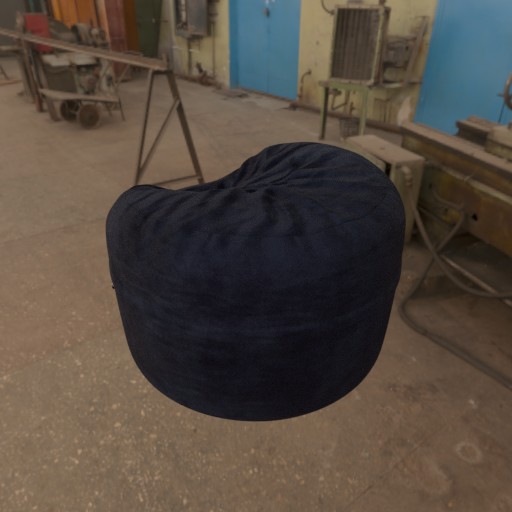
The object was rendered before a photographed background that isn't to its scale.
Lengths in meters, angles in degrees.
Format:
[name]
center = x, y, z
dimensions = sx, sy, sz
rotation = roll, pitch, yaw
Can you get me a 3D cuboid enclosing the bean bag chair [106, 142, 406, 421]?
[bean bag chair]
center = 0.000, 0.000, 1.465
dimensions = 0.918, 0.616, 0.918
rotation = 0, 30, 0
